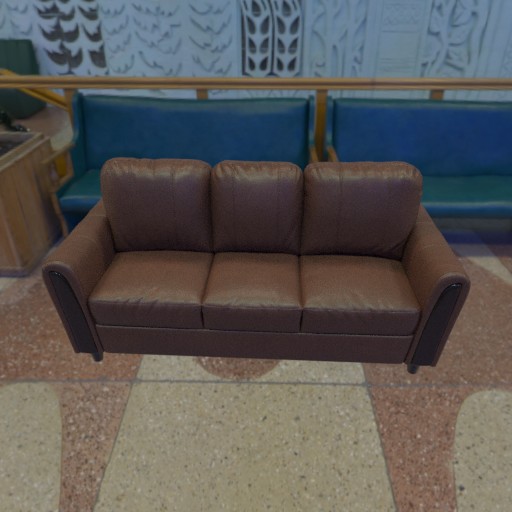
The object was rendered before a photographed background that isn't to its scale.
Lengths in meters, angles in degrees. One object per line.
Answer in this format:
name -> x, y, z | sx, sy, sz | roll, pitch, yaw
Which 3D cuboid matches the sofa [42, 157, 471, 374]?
sofa -> 0.000, 0.000, 2.288 | 1.862, 0.915, 0.802 | 2, 31, 3
